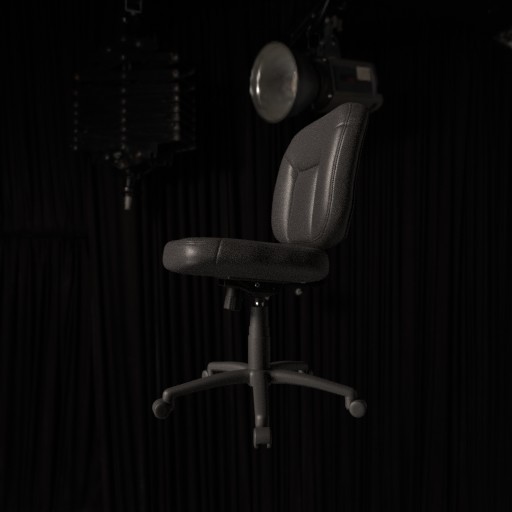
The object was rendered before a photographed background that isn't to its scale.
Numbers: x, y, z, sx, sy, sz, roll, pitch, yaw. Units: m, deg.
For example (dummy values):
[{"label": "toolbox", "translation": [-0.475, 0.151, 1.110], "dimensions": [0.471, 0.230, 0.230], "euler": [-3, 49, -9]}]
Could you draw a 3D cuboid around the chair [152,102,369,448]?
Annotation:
[{"label": "chair", "translation": [0.000, 0.000, 1.419], "dimensions": [0.646, 0.959, 0.647], "euler": [0, 0, -19]}]
